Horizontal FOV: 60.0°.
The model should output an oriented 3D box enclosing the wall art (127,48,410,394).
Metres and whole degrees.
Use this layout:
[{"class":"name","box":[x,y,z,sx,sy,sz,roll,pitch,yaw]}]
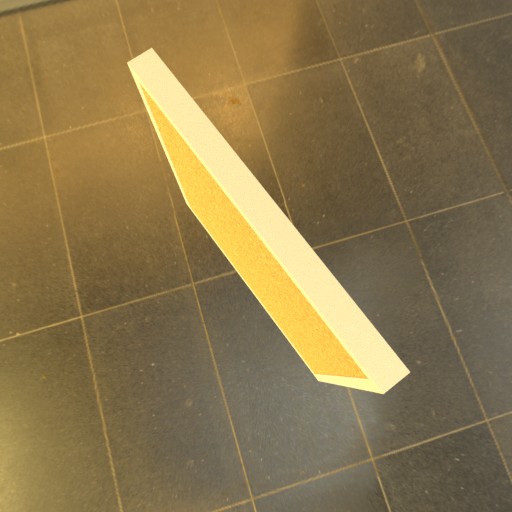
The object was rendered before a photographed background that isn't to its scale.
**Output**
[{"class":"wall art","box":[0.000,0.000,0.767,0.038,0.505,0.506,-36,78,-8]}]
